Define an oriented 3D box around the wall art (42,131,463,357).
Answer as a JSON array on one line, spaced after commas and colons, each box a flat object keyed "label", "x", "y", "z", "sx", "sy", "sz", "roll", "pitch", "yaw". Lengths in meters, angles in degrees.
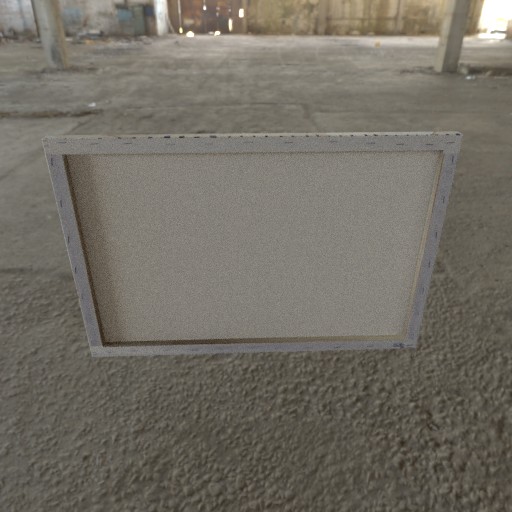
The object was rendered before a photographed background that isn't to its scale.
[{"label": "wall art", "x": 0.000, "y": 0.000, "z": 1.398, "sx": 1.143, "sy": 0.757, "sz": 0.038, "roll": -1, "pitch": 29, "yaw": -2}]
